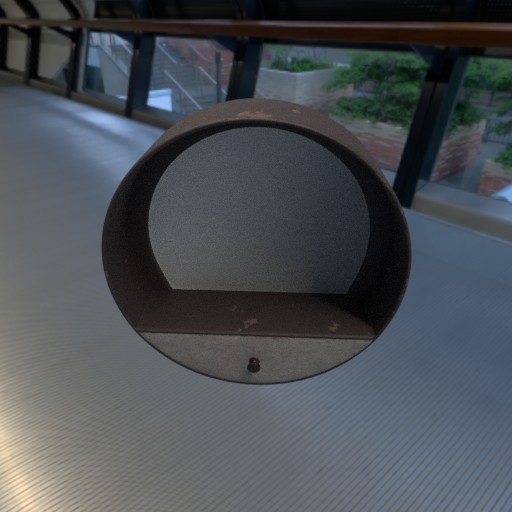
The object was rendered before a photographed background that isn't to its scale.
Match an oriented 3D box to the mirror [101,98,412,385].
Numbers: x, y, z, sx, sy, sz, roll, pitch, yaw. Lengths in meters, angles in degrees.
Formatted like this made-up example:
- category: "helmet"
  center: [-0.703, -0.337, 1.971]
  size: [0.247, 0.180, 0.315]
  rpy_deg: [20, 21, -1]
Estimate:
- category: "mirror"
  center: [0.000, 0.000, 0.596]
  size: [0.386, 0.386, 0.126]
  rpy_deg: [1, 30, 3]
